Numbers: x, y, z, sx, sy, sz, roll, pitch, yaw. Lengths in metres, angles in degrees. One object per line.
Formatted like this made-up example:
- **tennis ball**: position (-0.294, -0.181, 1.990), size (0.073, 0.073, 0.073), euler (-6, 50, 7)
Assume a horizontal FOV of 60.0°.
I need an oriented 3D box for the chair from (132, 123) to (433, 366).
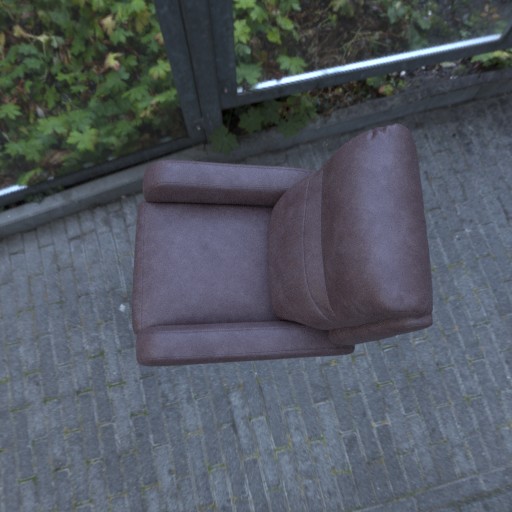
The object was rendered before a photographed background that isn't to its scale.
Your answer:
- **chair**: position (0.000, 0.000, 1.819), size (1.067, 1.067, 0.865), euler (-1, 75, 0)
